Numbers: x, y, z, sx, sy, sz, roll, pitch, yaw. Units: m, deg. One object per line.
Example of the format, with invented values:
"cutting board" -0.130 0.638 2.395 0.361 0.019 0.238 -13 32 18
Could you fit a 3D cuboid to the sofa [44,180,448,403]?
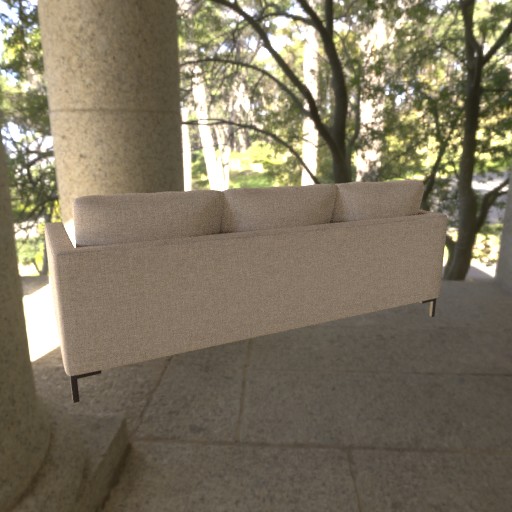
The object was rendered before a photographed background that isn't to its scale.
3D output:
"sofa" 0.000 0.000 2.634 2.218 0.874 0.859 -7 16 -26
